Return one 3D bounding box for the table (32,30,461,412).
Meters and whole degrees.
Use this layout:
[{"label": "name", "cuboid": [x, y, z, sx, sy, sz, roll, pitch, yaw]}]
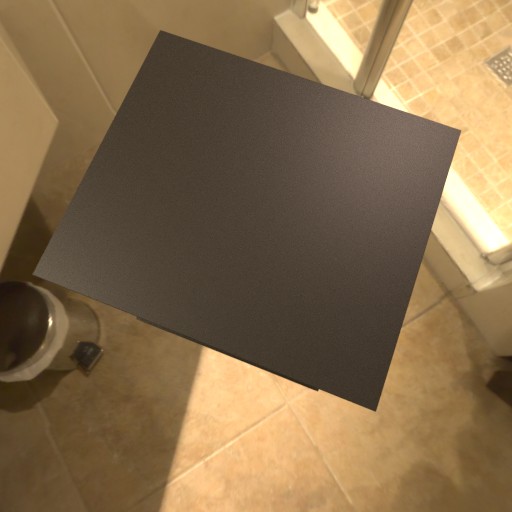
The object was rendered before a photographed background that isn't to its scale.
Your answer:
[{"label": "table", "cuboid": [0.000, 0.000, 0.886, 0.460, 0.610, 0.399, 21, 77, 5]}]
